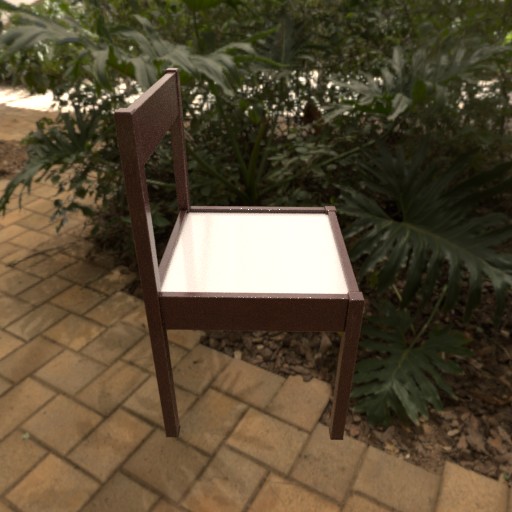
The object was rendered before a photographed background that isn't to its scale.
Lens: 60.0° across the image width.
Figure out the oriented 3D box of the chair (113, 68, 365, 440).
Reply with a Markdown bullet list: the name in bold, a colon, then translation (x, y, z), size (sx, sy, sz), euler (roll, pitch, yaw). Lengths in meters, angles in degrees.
- **chair**: translation (0.000, 0.000, 0.693), size (0.285, 0.505, 0.285), euler (1, 31, 1)
